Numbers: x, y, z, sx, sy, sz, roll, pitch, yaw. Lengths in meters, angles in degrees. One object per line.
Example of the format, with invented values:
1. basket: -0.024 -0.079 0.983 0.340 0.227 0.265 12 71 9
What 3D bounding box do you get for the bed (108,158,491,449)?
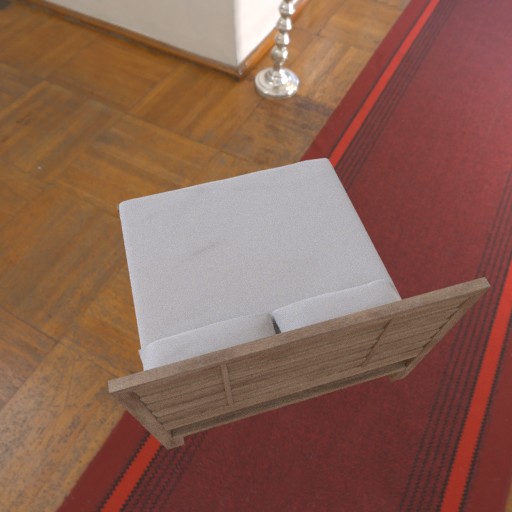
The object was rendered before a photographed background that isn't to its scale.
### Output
1. bed: 0.000 0.000 3.438 2.032 1.626 2.062 -14 59 -9
